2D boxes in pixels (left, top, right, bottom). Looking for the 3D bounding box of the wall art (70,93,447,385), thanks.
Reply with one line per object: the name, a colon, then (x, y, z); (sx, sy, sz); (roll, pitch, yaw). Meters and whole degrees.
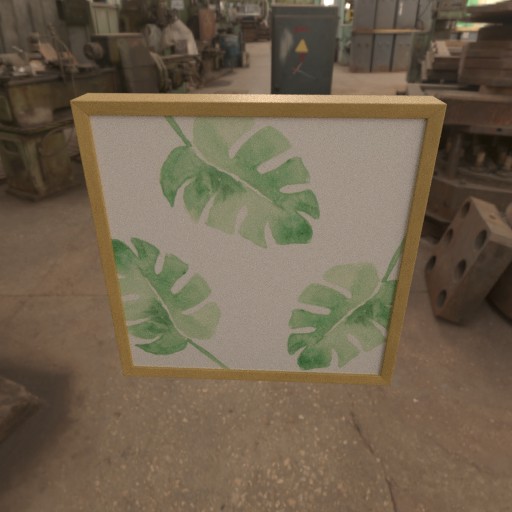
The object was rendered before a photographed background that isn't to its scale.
wall art: (0.000, 0.000, 0.448); (0.305, 0.305, 0.038); (1, 29, 2)
